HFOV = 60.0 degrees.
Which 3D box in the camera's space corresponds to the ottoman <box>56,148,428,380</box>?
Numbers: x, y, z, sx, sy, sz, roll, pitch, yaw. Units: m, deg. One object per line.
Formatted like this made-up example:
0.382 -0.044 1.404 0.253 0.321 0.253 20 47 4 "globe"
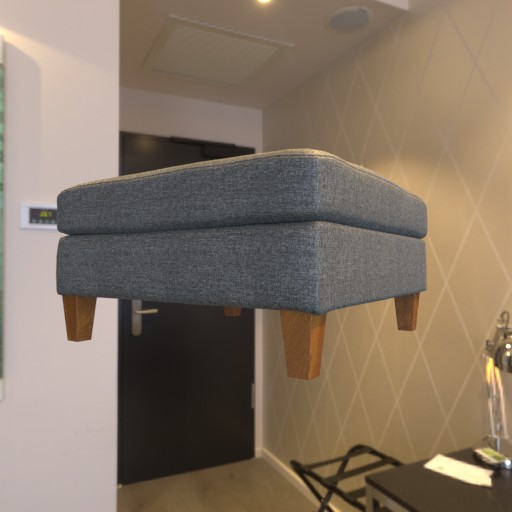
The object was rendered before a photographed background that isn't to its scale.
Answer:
0.000 0.000 1.360 0.838 0.481 0.838 -1 -1 34 "ottoman"
